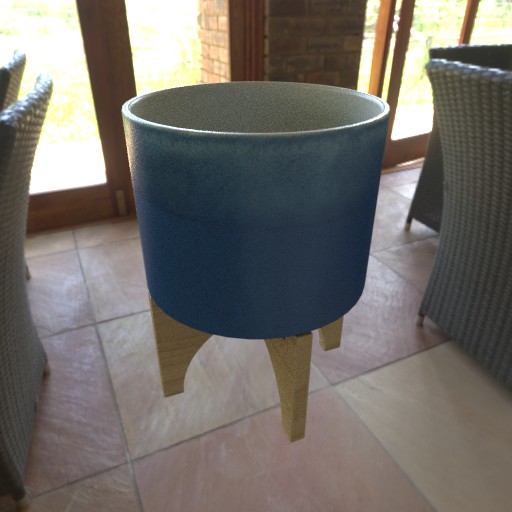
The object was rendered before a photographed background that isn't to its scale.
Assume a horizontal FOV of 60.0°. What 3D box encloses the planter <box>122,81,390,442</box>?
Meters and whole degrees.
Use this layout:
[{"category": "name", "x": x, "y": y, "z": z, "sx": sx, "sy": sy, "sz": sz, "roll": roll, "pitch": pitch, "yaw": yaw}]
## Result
[{"category": "planter", "x": 0.000, "y": 0.000, "z": 0.392, "sx": 0.192, "sy": 0.263, "sz": 0.192, "roll": 0, "pitch": 30, "yaw": 0}]
